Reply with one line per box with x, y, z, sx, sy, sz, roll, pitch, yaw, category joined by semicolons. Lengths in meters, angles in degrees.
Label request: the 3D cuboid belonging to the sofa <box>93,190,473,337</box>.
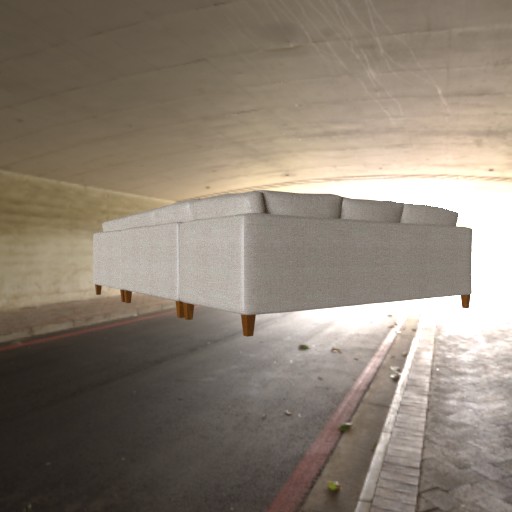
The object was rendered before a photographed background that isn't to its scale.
0.000;0.000;4.799;2.594;0.961;3.460;0;0;-35;sofa
